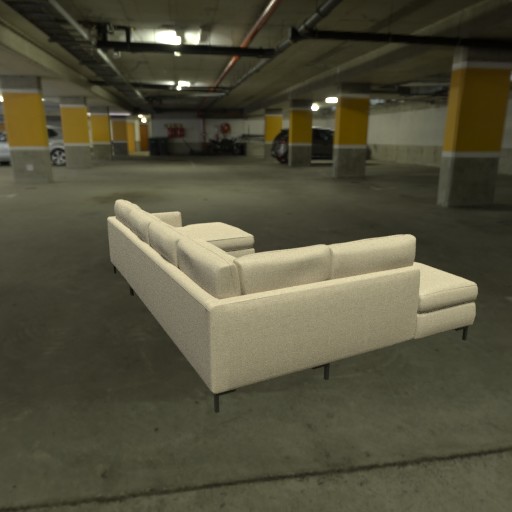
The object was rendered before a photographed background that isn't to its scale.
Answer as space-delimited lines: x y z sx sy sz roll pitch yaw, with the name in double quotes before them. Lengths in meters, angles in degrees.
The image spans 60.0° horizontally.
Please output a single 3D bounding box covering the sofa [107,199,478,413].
"sofa" 0.000 0.000 3.624 1.879 0.756 2.737 -8 17 -27
